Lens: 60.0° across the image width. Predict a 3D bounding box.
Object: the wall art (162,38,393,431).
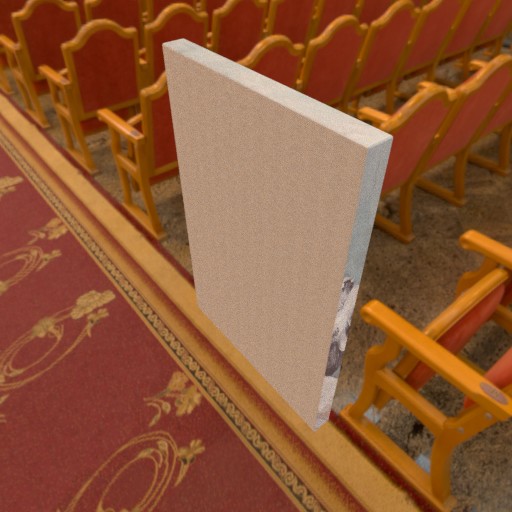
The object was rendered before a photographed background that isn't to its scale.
[{"bbox_3d":[0.000,0.000,1.154,0.061,0.911,0.609,-29,50,-27],"label":"wall art"}]
